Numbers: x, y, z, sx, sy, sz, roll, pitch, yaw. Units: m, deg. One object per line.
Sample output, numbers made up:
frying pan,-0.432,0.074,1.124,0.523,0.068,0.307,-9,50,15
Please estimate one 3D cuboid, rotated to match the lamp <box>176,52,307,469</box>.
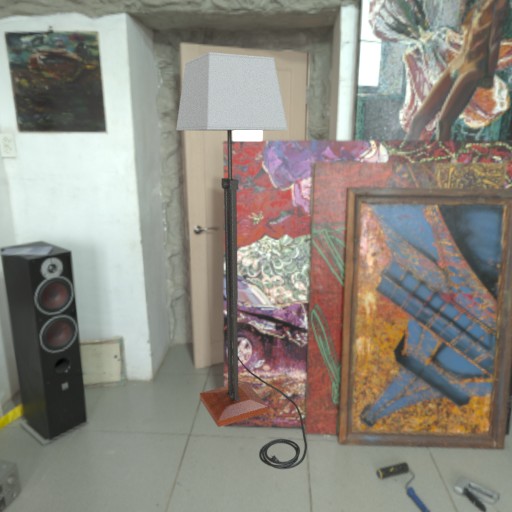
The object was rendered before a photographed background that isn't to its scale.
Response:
lamp,0.000,0.000,2.002,0.472,1.712,0.745,-7,17,-25
